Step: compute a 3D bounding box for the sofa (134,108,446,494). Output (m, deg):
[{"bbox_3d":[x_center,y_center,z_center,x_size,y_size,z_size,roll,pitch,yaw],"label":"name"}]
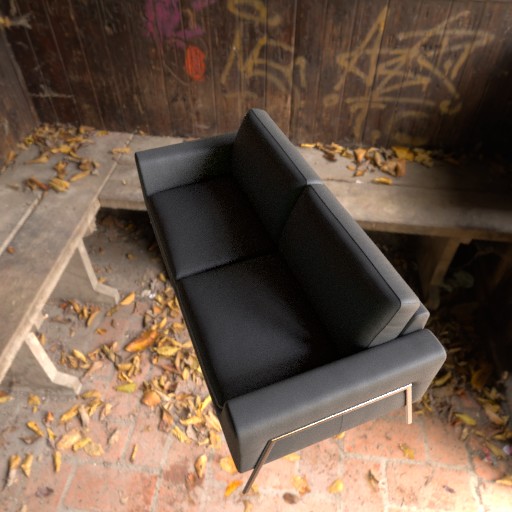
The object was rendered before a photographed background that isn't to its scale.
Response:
[{"bbox_3d":[0.000,0.000,2.494,0.953,0.875,2.017,-16,48,-15],"label":"sofa"}]
